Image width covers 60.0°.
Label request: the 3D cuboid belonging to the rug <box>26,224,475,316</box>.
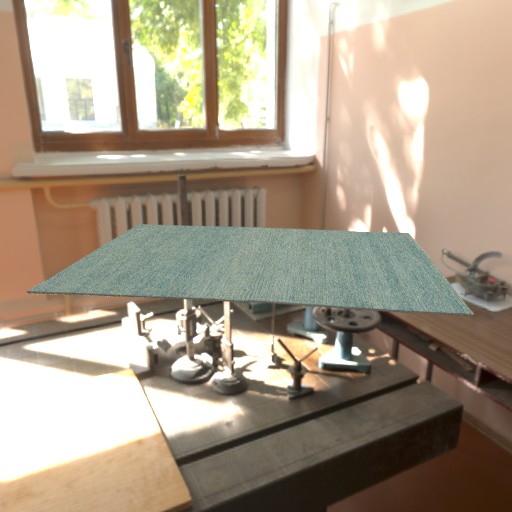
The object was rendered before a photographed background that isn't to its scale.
[{"bbox_3d":[0.000,0.000,2.986,2.305,0.029,1.593,2,17,7],"label":"rug"}]
